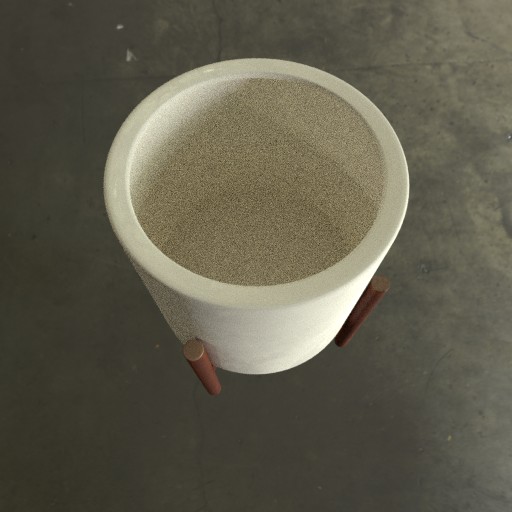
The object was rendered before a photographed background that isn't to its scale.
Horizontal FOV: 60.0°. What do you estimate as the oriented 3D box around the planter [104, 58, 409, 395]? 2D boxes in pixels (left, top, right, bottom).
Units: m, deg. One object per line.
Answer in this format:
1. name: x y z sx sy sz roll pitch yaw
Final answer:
1. planter: 0.000 0.000 0.872 0.420 0.581 0.421 -15 66 -7
